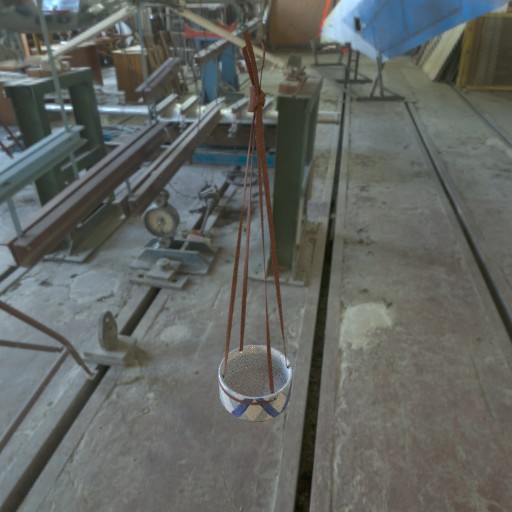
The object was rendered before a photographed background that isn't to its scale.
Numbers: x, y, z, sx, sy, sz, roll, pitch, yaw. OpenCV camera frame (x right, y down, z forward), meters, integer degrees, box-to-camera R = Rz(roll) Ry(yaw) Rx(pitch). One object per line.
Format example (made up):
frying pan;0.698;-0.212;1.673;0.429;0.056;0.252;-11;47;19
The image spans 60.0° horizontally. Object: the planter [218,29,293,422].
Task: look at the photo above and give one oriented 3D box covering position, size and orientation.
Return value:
planter;0.000;0.000;0.815;0.166;0.751;0.166;-19;36;-29
